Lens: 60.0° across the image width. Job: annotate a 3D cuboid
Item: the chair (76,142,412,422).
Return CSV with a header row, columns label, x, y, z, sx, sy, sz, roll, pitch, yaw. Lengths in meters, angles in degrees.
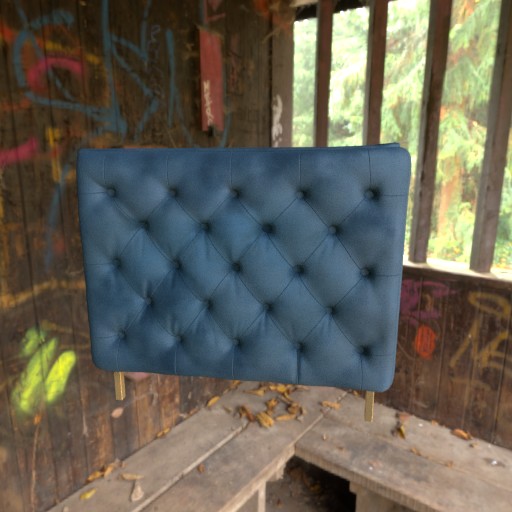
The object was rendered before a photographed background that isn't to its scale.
label,x,y,z,sx,sy,sz,roll,pitch,yaw
chair,0.000,0.000,1.573,0.877,0.771,0.868,2,13,8
